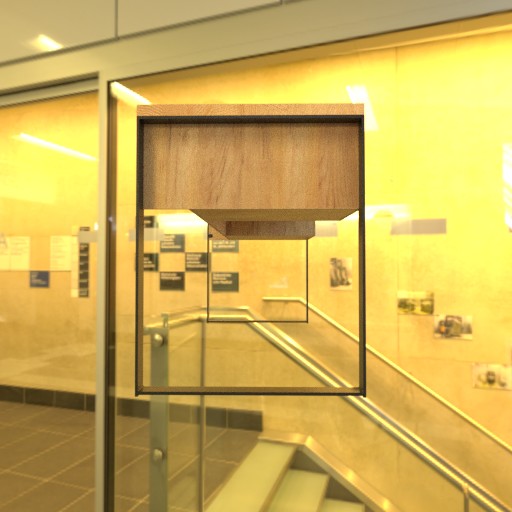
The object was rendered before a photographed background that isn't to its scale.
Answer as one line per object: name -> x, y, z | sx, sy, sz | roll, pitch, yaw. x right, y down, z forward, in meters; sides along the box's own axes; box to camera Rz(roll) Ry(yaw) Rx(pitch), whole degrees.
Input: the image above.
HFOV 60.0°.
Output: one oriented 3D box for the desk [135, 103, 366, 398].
desk -> 0.000, 0.000, 1.906 | 0.600, 0.760, 1.520 | 0, -1, 1
